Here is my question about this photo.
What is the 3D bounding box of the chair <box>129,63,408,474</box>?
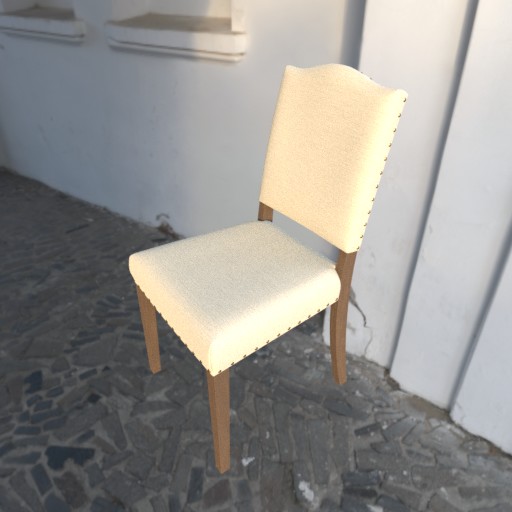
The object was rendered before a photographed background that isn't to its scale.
[{"bbox_3d":[0.000,0.000,1.325,0.619,1.015,0.508,-21,38,-29],"label":"chair"}]
